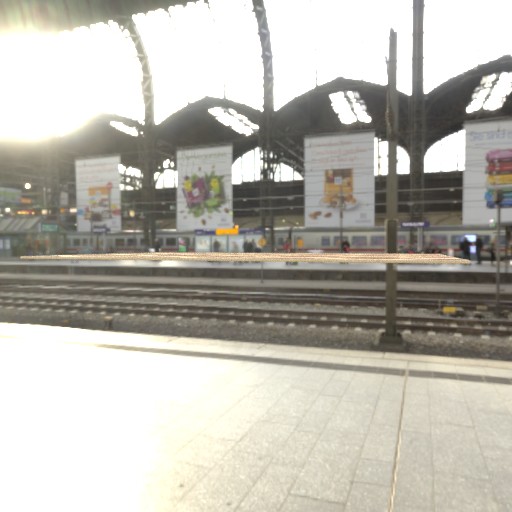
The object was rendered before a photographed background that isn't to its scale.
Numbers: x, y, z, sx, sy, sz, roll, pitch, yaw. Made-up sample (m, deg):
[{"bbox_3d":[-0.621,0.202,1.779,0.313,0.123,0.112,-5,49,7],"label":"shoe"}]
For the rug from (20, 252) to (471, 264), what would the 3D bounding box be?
[{"bbox_3d":[0.000,0.000,2.830,2.290,0.014,1.526,0,1,18],"label":"rug"}]
